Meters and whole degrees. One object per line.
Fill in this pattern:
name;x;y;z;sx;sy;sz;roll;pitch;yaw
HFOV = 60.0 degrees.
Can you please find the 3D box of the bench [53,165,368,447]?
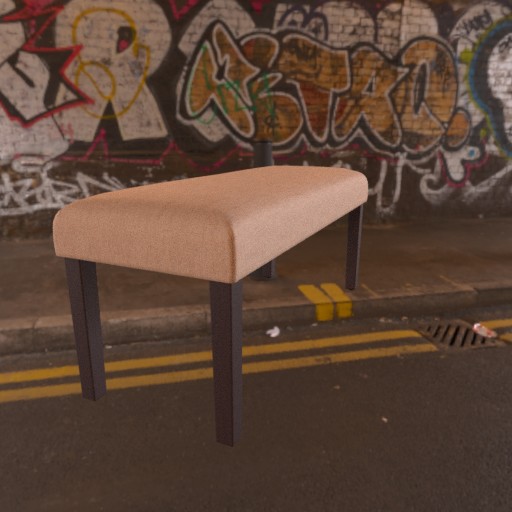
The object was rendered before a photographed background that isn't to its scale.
bench;0.000;0.000;1.262;0.407;0.456;1.013;7;17;25
